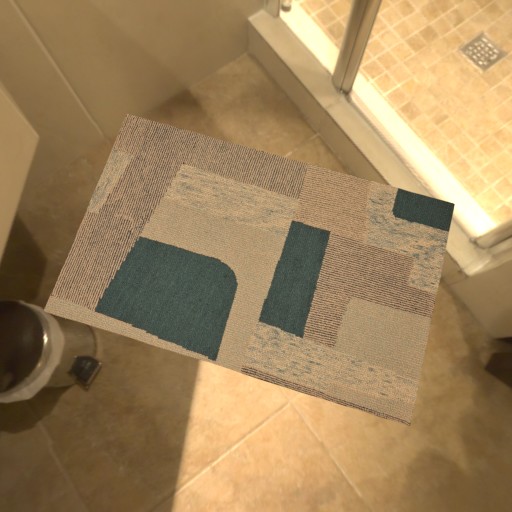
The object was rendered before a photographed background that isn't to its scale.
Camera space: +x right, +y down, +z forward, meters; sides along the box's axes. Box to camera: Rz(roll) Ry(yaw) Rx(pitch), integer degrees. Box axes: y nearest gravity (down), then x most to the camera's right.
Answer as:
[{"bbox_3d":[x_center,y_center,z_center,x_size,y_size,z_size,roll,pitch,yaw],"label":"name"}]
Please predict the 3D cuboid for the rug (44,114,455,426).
[{"bbox_3d":[0.000,0.000,2.984,2.436,0.015,1.521,16,76,4],"label":"rug"}]
